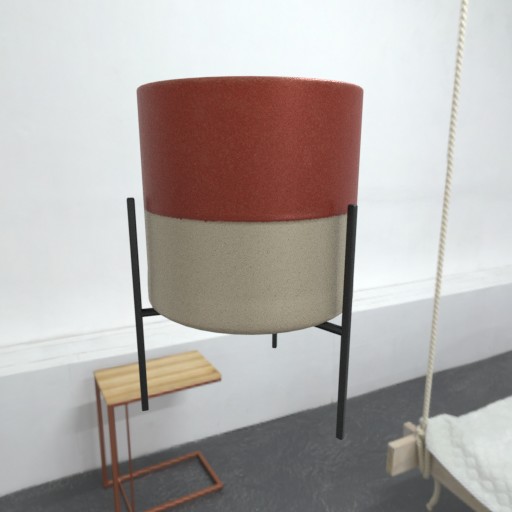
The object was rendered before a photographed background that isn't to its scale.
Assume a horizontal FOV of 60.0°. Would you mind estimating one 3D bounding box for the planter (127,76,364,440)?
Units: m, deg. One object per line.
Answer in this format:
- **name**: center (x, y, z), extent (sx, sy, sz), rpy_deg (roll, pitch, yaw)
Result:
- **planter**: center (0.000, 0.000, 0.504), extent (0.251, 0.354, 0.235), rpy_deg (13, 20, 42)
